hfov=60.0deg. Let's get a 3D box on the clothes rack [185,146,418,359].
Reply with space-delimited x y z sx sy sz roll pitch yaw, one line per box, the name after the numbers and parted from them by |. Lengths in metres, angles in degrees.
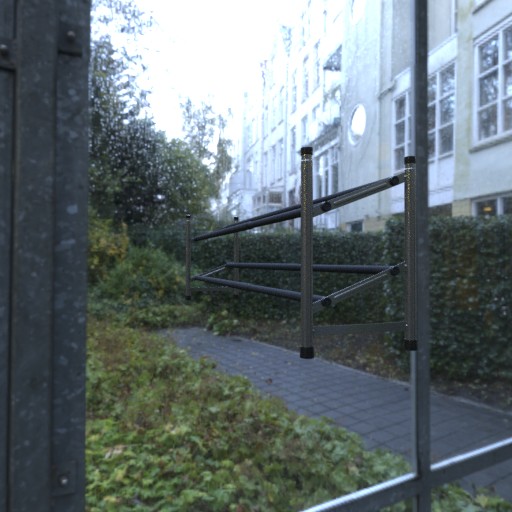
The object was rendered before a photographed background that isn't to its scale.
0.000 0.000 1.310 0.229 0.349 1.168 0 -1 -18 | clothes rack
